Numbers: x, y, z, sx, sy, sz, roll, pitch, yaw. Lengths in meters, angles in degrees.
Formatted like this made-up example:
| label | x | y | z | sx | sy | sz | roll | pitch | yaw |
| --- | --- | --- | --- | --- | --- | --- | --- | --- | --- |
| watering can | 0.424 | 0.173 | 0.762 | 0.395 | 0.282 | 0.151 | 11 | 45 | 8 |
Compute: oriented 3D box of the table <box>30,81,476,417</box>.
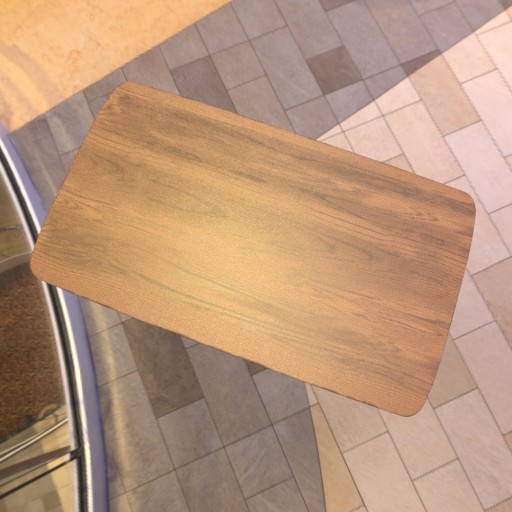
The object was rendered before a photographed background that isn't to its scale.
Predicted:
| label | x | y | z | sx | sy | sz | roll | pitch | yaw |
| --- | --- | --- | --- | --- | --- | --- | --- | --- | --- |
| table | 0.000 | 0.000 | 2.144 | 1.643 | 0.765 | 0.949 | 20 | 78 | 4 |
